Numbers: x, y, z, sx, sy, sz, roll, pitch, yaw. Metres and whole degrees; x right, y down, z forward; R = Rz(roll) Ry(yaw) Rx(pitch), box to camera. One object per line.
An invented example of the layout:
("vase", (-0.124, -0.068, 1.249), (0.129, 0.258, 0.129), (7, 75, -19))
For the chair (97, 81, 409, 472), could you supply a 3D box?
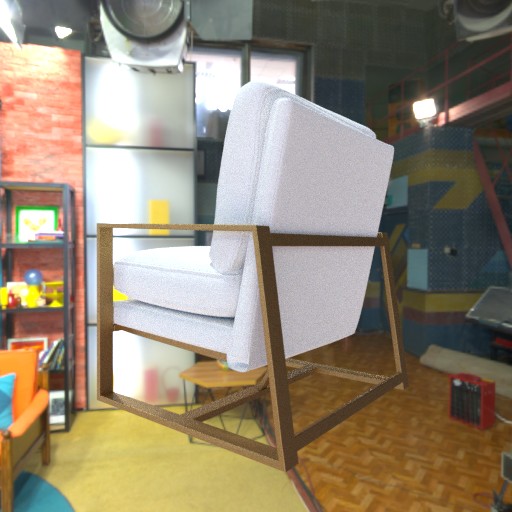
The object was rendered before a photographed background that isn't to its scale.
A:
("chair", (0.000, 0.000, 1.568), (0.813, 0.966, 0.805), (1, 2, 38))
